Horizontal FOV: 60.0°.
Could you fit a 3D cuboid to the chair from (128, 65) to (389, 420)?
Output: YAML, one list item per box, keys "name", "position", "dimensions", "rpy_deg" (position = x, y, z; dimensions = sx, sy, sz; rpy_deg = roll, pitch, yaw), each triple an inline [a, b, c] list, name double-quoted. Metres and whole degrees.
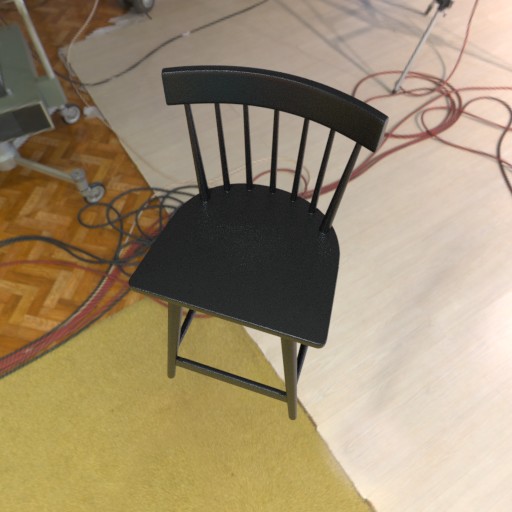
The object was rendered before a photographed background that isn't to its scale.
- name: "chair"
  position: [0.000, 0.000, 1.235]
  dimensions: [0.483, 0.952, 0.572]
  rpy_deg: [16, 59, 10]
